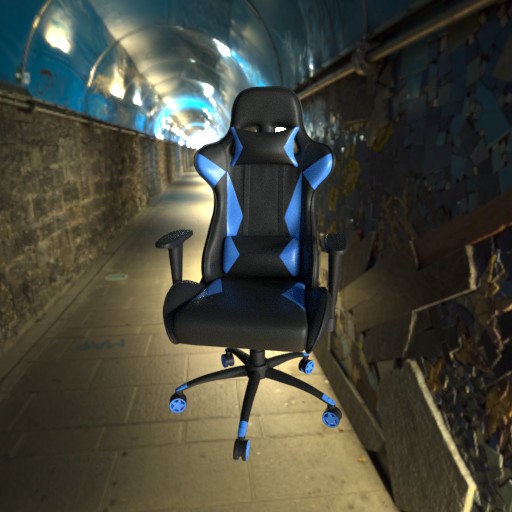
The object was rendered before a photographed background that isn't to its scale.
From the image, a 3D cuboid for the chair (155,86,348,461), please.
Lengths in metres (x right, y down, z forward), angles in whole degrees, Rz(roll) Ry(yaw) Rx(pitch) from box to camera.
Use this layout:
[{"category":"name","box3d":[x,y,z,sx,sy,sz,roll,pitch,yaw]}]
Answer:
[{"category":"chair","box3d":[0.000,0.000,1.685,0.695,1.282,0.730,2,14,9]}]
